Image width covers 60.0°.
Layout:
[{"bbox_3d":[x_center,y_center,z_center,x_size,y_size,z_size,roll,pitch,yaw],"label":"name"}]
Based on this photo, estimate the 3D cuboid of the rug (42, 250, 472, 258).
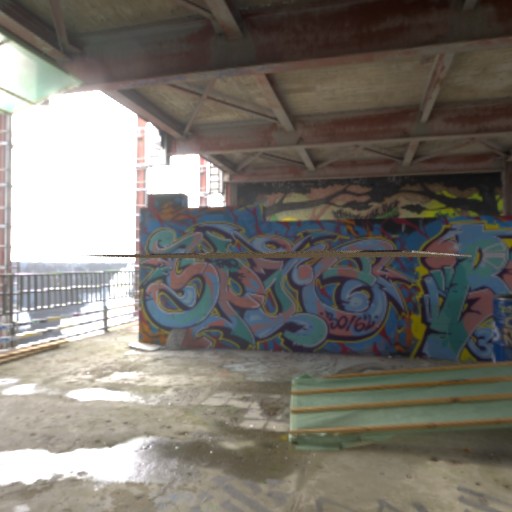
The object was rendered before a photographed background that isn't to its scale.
[{"bbox_3d":[0.000,0.000,2.264,1.828,0.006,1.216,-1,-1,34],"label":"rug"}]
